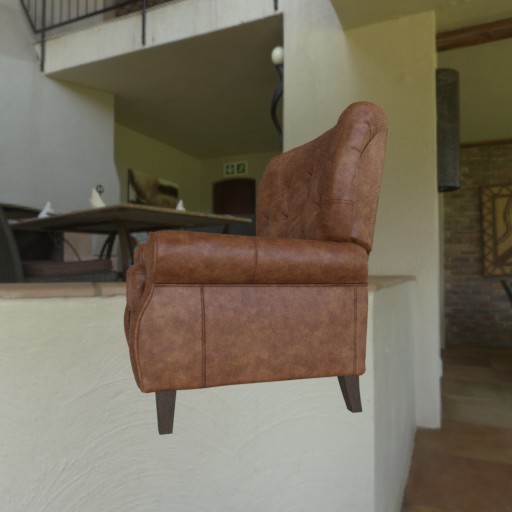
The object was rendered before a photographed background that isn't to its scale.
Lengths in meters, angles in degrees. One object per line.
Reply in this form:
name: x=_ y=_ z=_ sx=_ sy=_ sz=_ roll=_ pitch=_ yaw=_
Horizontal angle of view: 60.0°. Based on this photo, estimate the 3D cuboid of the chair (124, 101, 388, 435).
chair: x=0.000 y=0.000 z=1.888 sx=1.059 sy=1.164 sz=0.951 roll=1 pitch=-2 yaw=-18
